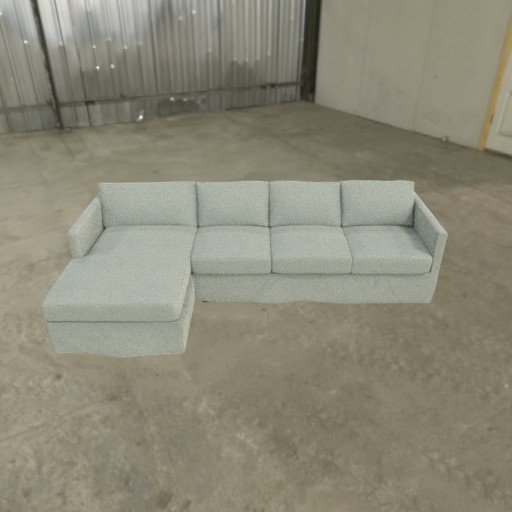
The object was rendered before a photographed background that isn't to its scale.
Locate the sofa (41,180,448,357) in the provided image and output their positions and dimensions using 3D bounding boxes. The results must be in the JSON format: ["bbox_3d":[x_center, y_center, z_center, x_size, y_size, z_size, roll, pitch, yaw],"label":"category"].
[{"bbox_3d":[0.000,0.000,3.896,3.205,0.922,1.650,0,31,0],"label":"sofa"}]
